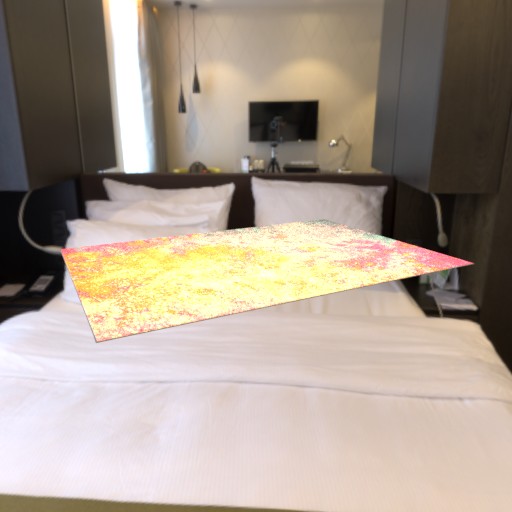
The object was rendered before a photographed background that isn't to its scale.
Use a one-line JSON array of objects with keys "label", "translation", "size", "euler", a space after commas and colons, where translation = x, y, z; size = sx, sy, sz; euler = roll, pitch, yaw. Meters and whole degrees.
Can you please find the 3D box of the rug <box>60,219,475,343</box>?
[{"label": "rug", "translation": [0.000, 0.000, 3.742], "size": [2.896, 0.013, 2.007], "euler": [-8, 18, -27]}]
